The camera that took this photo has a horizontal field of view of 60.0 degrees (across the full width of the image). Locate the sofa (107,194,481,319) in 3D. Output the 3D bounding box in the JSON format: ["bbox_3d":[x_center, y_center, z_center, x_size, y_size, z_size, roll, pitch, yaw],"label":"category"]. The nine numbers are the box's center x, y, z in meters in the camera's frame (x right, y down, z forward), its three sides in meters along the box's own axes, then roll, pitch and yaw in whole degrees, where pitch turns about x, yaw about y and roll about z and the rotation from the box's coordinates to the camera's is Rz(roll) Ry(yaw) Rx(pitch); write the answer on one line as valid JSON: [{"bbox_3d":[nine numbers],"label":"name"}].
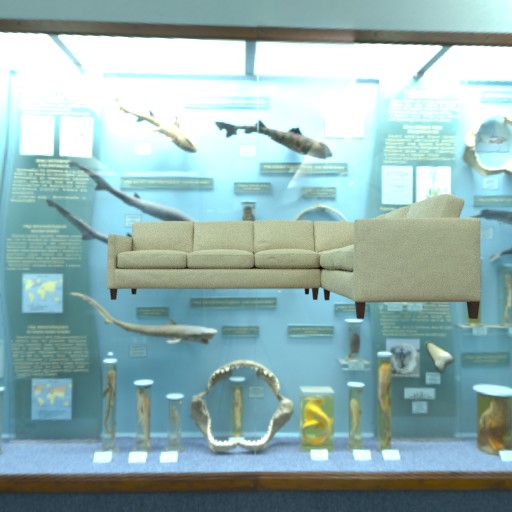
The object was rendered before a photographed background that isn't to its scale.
[{"bbox_3d":[0.000,0.000,4.466,3.302,0.947,2.593,0,-1,0],"label":"sofa"}]
